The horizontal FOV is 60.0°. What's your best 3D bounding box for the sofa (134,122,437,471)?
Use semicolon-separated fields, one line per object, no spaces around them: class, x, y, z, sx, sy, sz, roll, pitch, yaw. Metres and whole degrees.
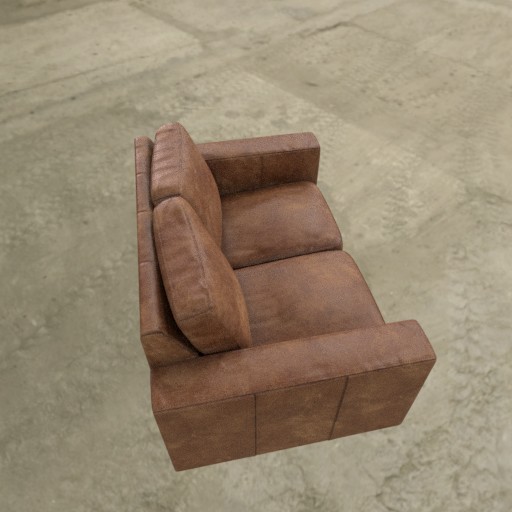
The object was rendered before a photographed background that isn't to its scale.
sofa;0.000;0.000;2.209;1.041;0.889;1.626;-8;47;-8
